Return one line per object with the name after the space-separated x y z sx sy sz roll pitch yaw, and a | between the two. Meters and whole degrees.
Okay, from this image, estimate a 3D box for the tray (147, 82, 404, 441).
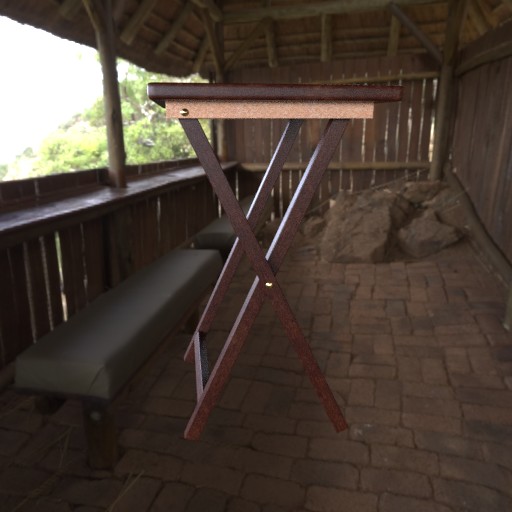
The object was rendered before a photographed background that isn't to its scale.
0.000 0.000 0.958 0.381 0.660 0.483 -3 17 -9 | tray
